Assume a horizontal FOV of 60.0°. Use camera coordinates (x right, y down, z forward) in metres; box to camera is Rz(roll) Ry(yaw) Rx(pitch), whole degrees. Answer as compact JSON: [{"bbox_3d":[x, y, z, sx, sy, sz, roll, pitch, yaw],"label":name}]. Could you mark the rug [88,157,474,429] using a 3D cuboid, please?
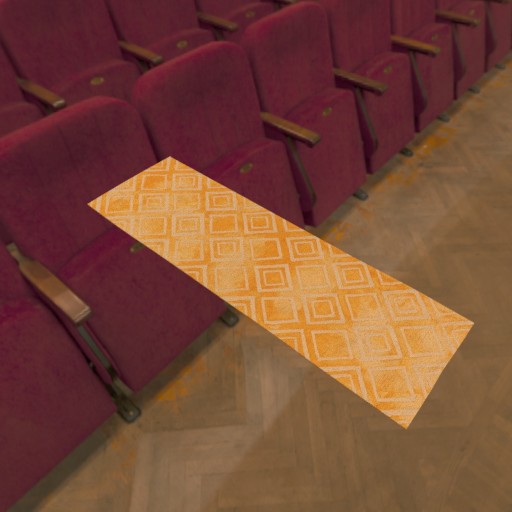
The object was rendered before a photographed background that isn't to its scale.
[{"bbox_3d":[0.000,0.000,2.735,2.438,0.010,0.775,32,54,27],"label":"rug"}]
